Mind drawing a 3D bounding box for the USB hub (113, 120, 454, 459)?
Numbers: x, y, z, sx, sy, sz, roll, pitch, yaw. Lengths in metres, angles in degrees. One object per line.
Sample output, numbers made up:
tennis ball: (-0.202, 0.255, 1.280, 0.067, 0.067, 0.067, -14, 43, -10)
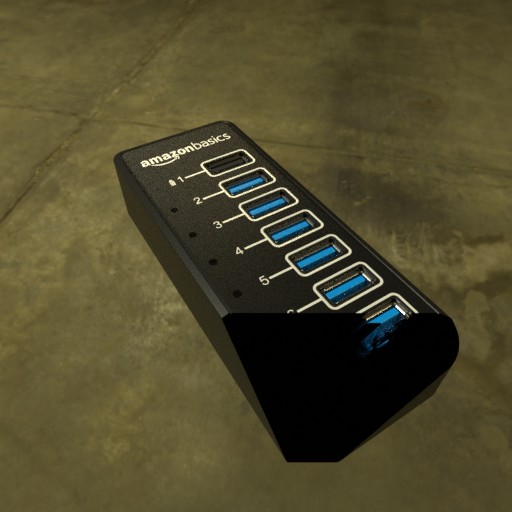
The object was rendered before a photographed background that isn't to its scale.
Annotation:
USB hub: (0.000, 0.000, 0.128, 0.044, 0.023, 0.110, -24, 52, -21)
